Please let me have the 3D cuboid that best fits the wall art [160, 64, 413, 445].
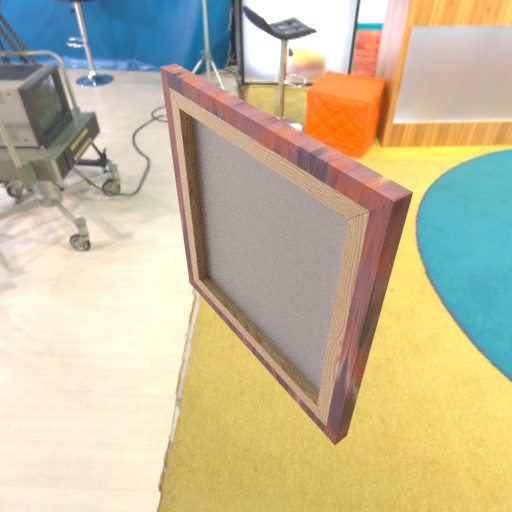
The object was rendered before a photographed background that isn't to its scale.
[{"bbox_3d":[0.000,0.000,0.918,0.037,0.609,0.603,-26,47,-27],"label":"wall art"}]
